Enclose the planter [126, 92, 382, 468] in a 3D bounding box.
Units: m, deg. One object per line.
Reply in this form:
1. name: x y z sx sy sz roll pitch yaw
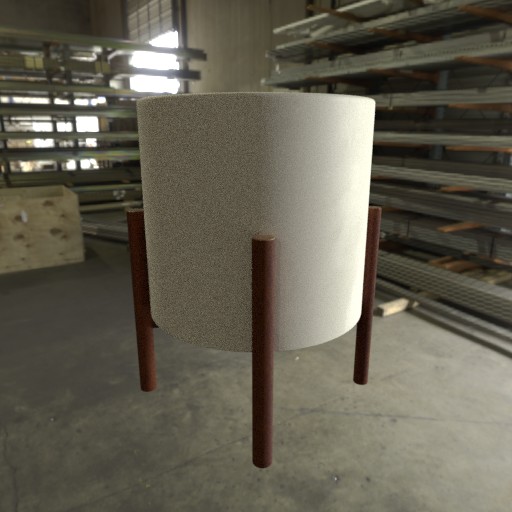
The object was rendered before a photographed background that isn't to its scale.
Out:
1. planter: 0.000 0.000 0.880 0.421 0.581 0.420 15 22 43
